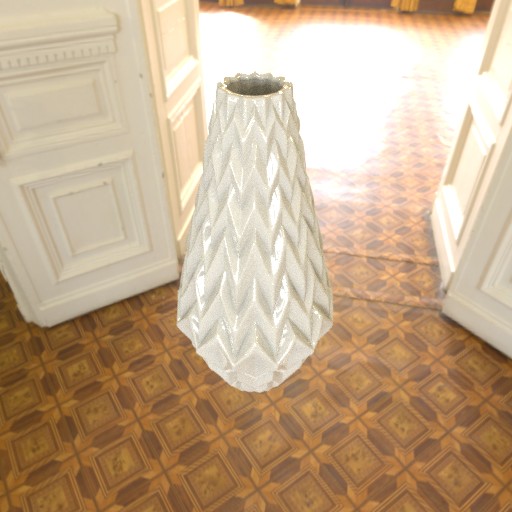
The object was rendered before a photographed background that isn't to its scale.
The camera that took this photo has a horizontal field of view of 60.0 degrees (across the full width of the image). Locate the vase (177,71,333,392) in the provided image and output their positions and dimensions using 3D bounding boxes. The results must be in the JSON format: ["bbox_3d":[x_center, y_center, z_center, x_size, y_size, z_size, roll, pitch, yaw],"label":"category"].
[{"bbox_3d":[0.000,0.000,0.426,0.167,0.328,0.167,0,41,0],"label":"vase"}]
